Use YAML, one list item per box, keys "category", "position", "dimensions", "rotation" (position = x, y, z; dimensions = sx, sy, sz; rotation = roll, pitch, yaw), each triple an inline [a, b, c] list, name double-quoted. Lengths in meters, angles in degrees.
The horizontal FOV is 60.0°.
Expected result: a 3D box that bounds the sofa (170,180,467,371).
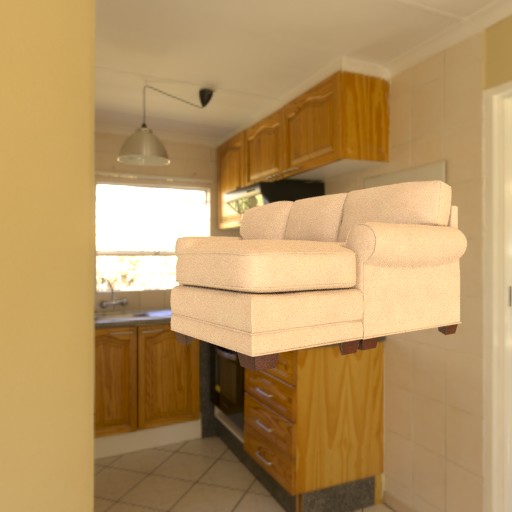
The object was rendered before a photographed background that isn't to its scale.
- category: "sofa"
  position: [0.000, 0.000, 2.416]
  dimensions: [1.226, 0.734, 1.770]
  rotation: [0, 0, -35]
